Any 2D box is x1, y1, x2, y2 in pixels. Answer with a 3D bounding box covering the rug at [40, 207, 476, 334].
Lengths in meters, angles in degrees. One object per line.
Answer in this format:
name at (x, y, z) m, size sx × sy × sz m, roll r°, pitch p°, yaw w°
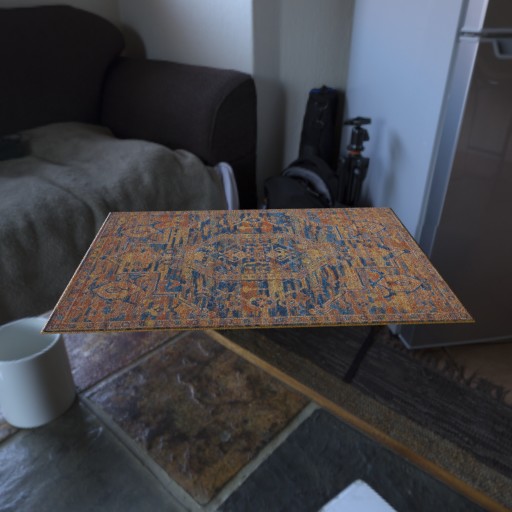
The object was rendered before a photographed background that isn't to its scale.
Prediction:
rug at (0.000, 0.000, 2.278) m, size 1.758 × 0.013 × 1.148 m, roll -1°, pitch 30°, yaw -2°
